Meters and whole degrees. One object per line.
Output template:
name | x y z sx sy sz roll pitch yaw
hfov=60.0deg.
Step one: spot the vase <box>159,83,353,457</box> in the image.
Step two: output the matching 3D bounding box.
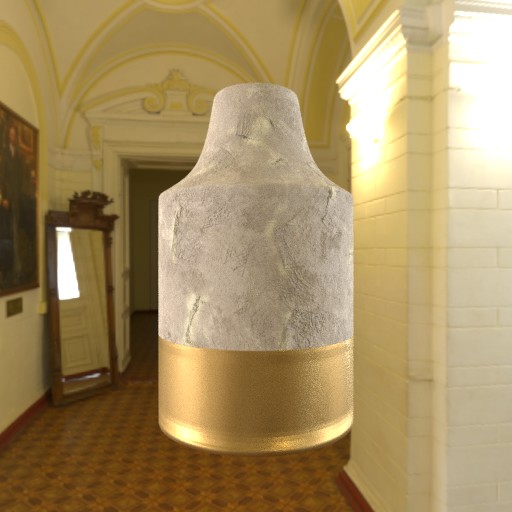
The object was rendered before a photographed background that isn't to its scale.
vase | 0.000 0.000 0.428 0.184 0.305 0.184 0 0 0
